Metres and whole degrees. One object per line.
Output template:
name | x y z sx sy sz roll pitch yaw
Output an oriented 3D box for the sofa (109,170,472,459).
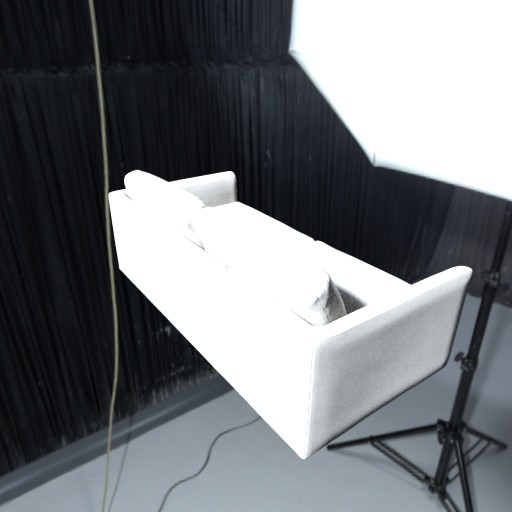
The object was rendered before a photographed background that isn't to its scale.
sofa | 0.000 0.000 2.836 1.090 0.838 2.588 -18 31 -32
